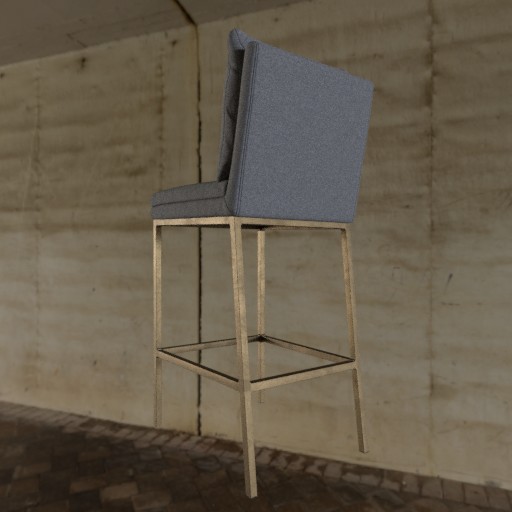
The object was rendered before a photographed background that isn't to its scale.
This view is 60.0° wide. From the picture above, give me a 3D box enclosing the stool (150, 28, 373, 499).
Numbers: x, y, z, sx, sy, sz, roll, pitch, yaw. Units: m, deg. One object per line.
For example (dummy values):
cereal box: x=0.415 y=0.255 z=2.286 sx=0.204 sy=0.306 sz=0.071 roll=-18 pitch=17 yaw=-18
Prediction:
stool: x=0.000 y=0.000 z=1.369 sx=0.463 sy=1.130 sz=0.569 roll=0 pitch=1 yaw=-36
